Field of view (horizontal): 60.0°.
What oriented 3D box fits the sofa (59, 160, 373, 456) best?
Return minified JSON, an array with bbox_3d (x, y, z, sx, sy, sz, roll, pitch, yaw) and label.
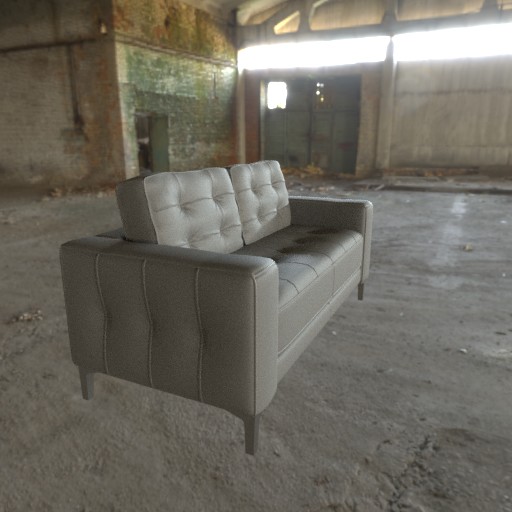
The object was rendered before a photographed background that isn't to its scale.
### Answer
[{"bbox_3d":[0.000,0.000,2.237,0.833,0.893,1.726,7,17,25],"label":"sofa"}]
